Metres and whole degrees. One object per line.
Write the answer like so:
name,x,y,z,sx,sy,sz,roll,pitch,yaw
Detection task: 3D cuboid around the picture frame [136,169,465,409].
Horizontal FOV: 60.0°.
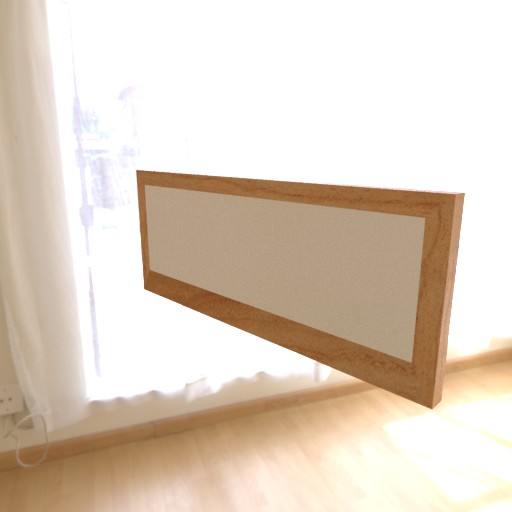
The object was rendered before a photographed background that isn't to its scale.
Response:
picture frame,0.000,0.000,0.667,0.582,0.234,0.045,14,20,43
